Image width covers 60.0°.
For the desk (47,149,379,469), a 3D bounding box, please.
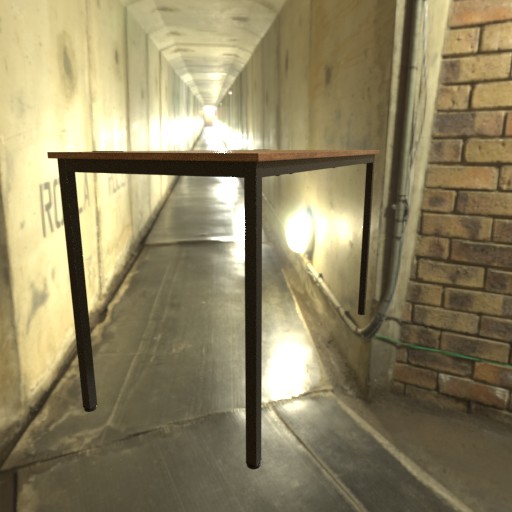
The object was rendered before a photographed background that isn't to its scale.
[{"bbox_3d":[0.000,0.000,1.613,0.600,0.749,1.200,7,15,25],"label":"desk"}]
